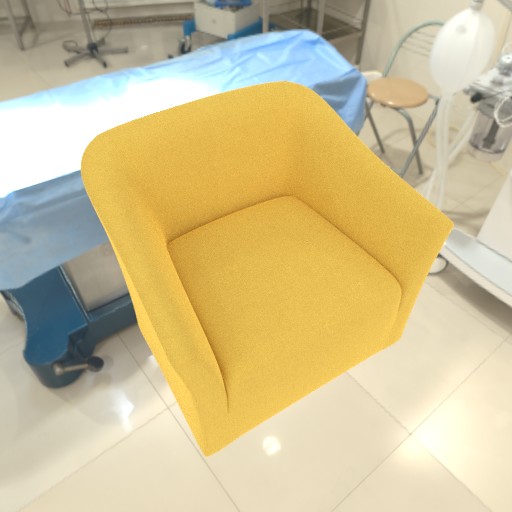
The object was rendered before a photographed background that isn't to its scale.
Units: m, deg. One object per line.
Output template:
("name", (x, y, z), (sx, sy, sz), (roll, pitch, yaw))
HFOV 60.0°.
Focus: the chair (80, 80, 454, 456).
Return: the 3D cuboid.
("chair", (0.000, 0.000, 1.345), (0.790, 0.720, 0.700), (-24, 51, -21))
